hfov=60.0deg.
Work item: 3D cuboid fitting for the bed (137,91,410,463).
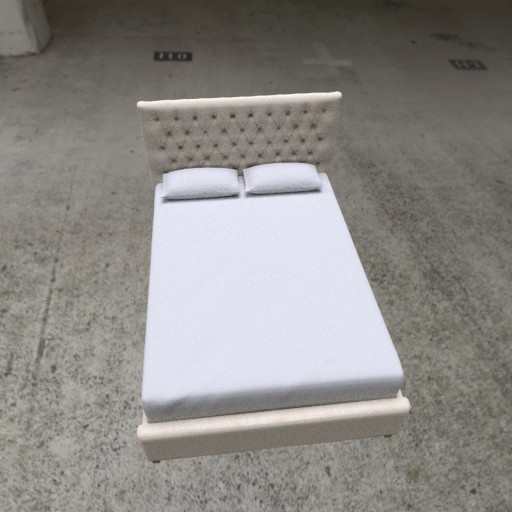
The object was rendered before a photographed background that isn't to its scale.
[{"bbox_3d":[0.000,0.000,3.327,1.698,1.427,2.387,-4,45,-4],"label":"bed"}]
